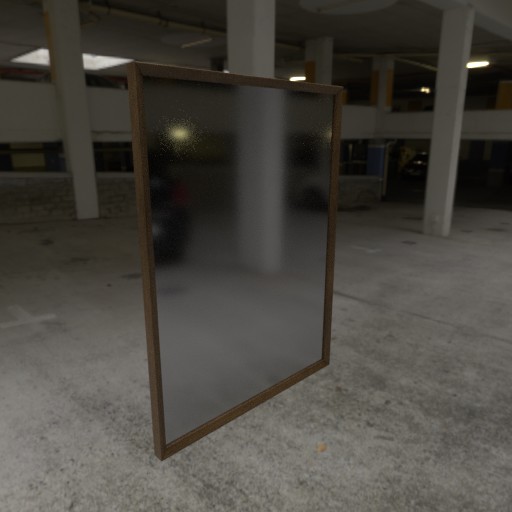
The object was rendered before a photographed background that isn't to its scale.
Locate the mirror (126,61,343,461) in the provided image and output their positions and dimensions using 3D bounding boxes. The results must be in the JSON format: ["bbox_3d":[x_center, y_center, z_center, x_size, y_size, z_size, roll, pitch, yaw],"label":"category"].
[{"bbox_3d":[0.000,0.000,1.351,0.762,1.016,0.041,-14,21,-42],"label":"mirror"}]
